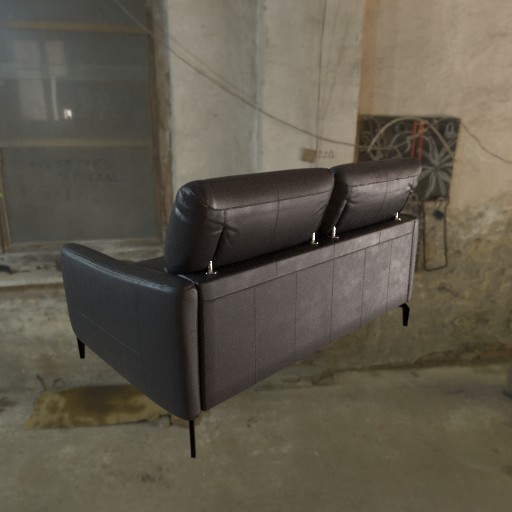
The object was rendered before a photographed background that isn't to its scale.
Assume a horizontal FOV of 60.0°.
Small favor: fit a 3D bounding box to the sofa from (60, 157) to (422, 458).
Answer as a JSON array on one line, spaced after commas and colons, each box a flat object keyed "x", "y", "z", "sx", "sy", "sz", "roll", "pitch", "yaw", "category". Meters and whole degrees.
[{"x": 0.000, "y": 0.000, "z": 2.157, "sx": 1.596, "sy": 0.920, "sz": 0.958, "roll": -16, "pitch": 23, "yaw": -42, "category": "sofa"}]
